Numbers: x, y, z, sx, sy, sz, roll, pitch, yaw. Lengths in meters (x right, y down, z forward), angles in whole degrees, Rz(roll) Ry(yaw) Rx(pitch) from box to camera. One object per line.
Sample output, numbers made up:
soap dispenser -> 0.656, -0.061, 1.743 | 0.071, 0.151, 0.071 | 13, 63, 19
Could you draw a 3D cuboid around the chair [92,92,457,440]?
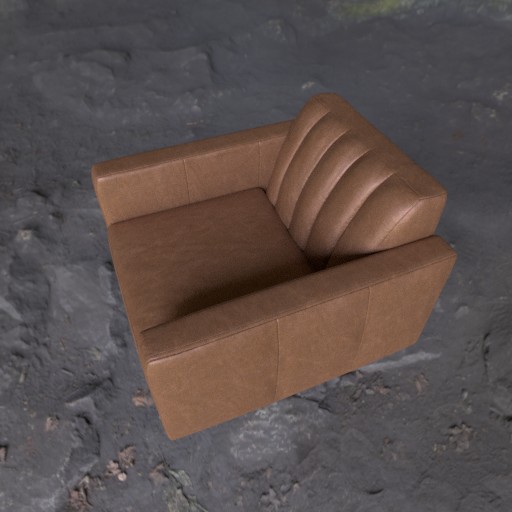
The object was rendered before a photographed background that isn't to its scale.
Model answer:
chair -> 0.000, 0.000, 1.657 | 0.998, 0.819, 0.953 | -17, 49, -15
